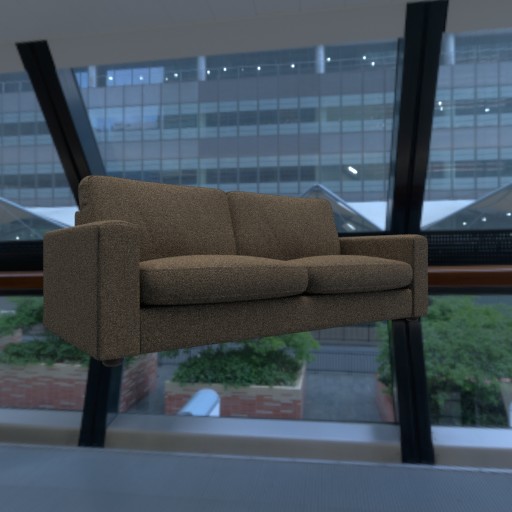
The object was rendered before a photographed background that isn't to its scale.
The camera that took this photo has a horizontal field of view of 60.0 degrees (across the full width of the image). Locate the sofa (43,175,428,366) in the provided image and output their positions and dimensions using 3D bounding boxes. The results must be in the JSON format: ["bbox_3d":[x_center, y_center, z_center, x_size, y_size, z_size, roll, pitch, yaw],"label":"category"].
[{"bbox_3d":[0.000,0.000,2.683,2.179,0.873,1.016,0,0,-37],"label":"sofa"}]
